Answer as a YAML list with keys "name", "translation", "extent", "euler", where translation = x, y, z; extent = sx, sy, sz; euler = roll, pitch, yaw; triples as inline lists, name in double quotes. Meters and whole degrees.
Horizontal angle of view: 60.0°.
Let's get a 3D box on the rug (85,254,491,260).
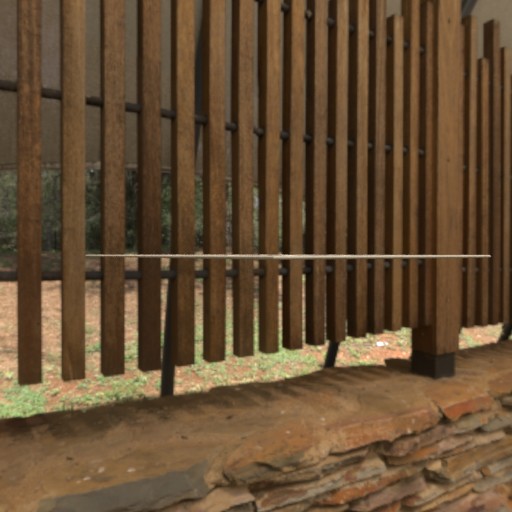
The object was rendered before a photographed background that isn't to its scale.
- name: "rug"
  translation: [0.000, 0.000, 2.883]
  extent: [1.528, 0.014, 2.294]
  euler: [0, 0, -37]
